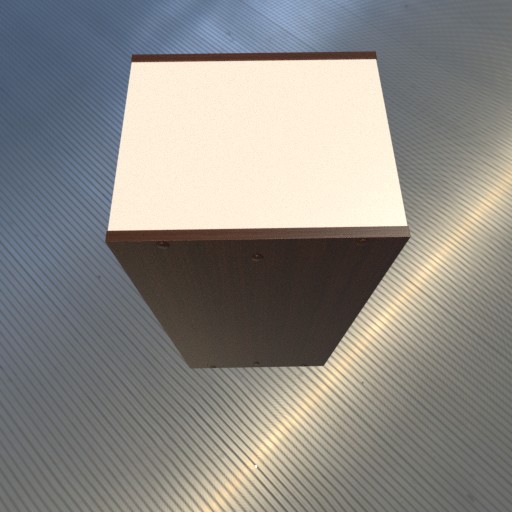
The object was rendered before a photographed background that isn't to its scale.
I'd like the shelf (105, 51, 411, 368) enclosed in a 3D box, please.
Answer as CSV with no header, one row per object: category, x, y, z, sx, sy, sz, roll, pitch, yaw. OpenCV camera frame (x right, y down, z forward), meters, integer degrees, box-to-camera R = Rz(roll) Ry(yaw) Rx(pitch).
shelf,0.000,0.000,0.744,0.290,0.600,0.253,-1,65,0
